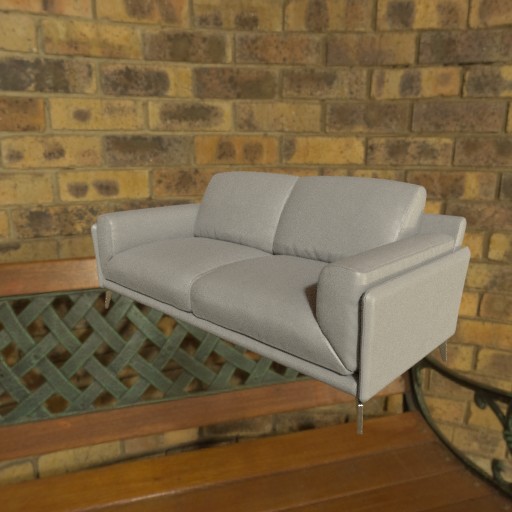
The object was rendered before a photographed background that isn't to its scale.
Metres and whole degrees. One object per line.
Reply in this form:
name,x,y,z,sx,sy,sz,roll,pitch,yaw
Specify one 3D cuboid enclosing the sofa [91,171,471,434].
sofa,0.000,0.000,2.635,2.101,0.930,1.049,13,19,42
